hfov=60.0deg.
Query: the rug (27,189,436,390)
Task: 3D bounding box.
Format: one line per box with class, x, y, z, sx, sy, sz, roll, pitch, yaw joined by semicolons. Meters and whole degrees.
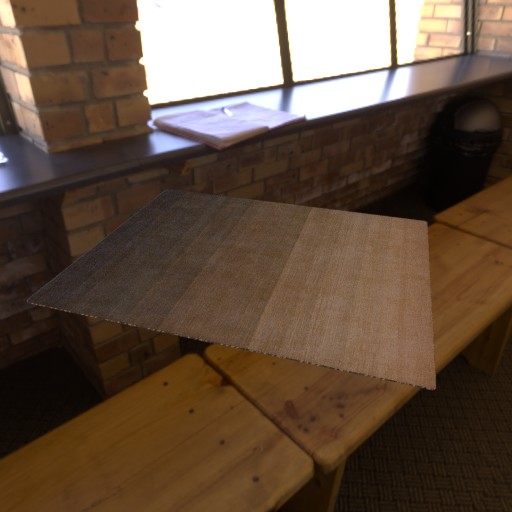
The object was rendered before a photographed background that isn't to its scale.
rug;0.000;0.000;3.884;2.902;0.017;2.305;9;32;15
